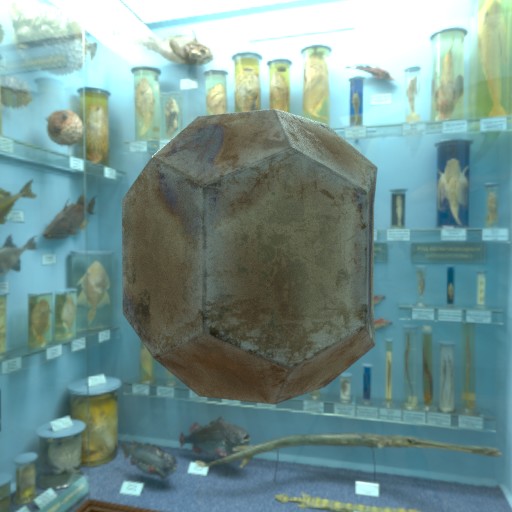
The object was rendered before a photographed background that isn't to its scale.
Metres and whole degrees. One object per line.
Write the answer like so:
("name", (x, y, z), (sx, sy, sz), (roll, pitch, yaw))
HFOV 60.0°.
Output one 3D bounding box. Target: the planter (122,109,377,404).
("planter", (0.000, 0.000, 0.420), (0.221, 0.238, 0.243), (0, 1, 17))
